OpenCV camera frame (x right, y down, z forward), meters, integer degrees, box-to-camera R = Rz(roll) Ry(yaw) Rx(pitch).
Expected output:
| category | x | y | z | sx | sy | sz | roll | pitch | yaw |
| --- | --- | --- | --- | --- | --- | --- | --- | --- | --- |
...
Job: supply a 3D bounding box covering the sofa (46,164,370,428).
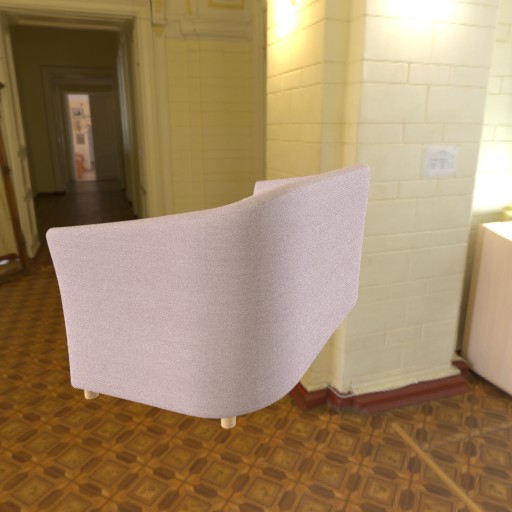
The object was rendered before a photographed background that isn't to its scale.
| category | x | y | z | sx | sy | sz | roll | pitch | yaw |
| --- | --- | --- | --- | --- | --- | --- | --- | --- | --- |
| sofa | 0.000 | 0.000 | 1.853 | 0.705 | 0.721 | 1.452 | 8 | 18 | 25 |
